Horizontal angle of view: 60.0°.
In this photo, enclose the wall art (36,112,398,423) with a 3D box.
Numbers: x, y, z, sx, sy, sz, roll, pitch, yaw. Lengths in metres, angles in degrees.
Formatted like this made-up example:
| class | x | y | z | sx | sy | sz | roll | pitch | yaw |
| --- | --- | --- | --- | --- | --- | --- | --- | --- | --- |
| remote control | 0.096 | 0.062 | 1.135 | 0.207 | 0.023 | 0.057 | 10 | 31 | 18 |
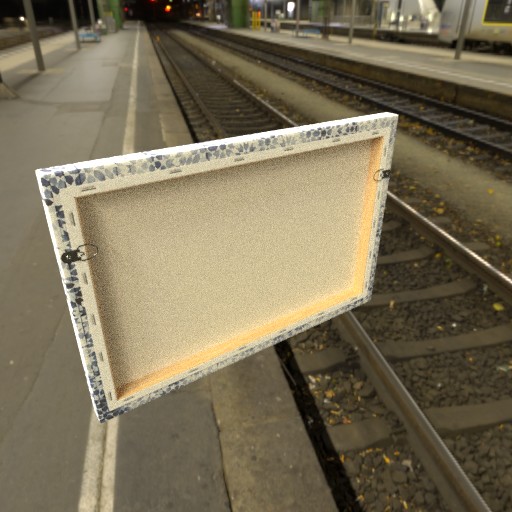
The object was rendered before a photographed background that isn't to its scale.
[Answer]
| class | x | y | z | sx | sy | sz | roll | pitch | yaw |
| --- | --- | --- | --- | --- | --- | --- | --- | --- | --- |
| wall art | 0.000 | 0.000 | 0.758 | 0.608 | 0.406 | 0.030 | -18 | 34 | -29 |
